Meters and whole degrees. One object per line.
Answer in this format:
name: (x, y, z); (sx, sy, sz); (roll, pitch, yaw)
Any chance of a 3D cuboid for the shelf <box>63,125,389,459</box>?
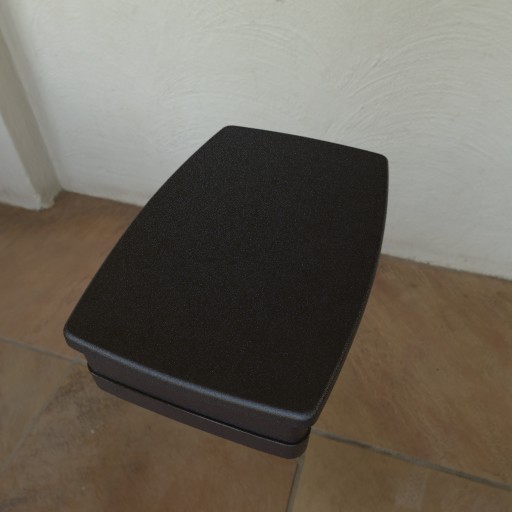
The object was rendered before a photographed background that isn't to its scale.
shelf: (0.000, 0.000, 0.536); (0.280, 0.100, 0.410); (15, 48, 14)
